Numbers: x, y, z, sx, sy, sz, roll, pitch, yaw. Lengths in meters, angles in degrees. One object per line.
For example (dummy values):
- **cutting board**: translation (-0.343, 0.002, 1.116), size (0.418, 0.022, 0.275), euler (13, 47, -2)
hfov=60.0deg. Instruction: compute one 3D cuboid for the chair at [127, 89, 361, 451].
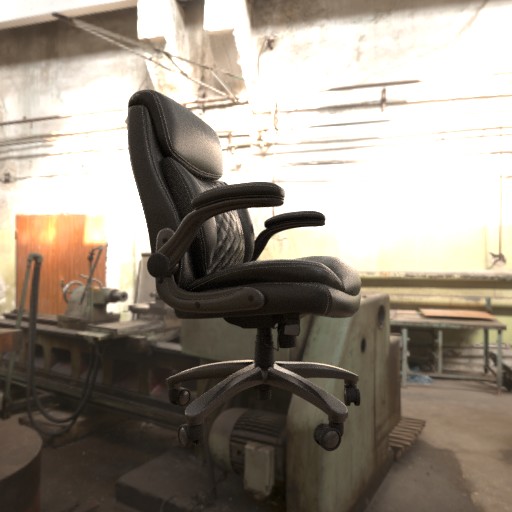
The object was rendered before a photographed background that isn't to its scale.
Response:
- **chair**: translation (0.000, 0.000, 1.575), size (0.724, 1.110, 0.782), euler (0, -1, 18)
